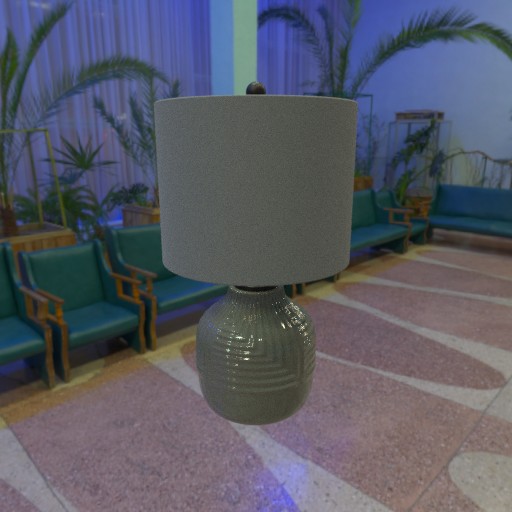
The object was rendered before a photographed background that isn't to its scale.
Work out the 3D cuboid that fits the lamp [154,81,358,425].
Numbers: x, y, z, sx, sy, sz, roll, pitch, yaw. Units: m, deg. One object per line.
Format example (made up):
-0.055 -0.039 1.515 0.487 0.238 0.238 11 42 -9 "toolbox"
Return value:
0.000 0.000 0.769 0.318 0.567 0.318 0 15 0 "lamp"
